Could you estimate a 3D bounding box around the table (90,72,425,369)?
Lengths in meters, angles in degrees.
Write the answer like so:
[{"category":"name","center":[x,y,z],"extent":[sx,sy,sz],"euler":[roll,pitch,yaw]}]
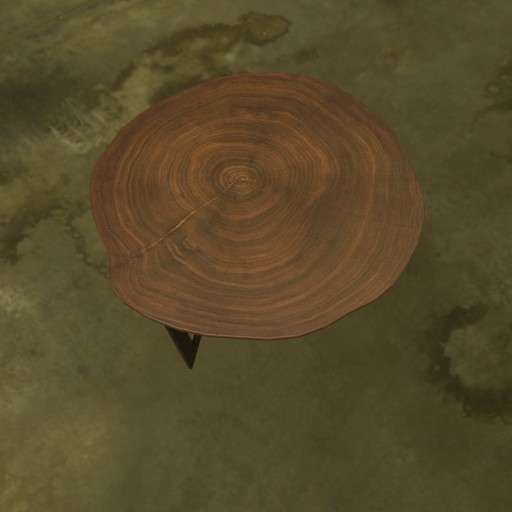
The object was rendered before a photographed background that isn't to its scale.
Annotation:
[{"category":"table","center":[0.000,0.000,0.870],"extent":[0.494,0.476,0.477],"euler":[2,63,1]}]
